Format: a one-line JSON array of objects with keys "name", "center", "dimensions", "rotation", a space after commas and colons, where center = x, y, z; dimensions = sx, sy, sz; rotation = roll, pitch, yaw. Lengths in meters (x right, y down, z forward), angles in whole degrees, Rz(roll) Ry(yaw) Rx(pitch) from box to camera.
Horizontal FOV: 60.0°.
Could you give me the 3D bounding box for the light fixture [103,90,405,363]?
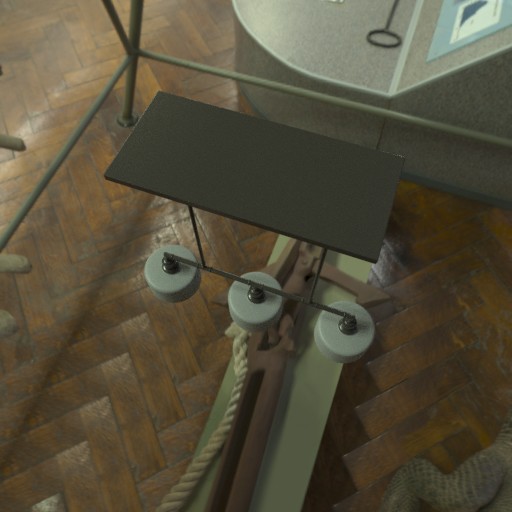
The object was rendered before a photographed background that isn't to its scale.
[{"name": "light fixture", "center": [0.000, 0.000, 0.876], "dimensions": [0.582, 0.557, 0.177], "rotation": [18, 64, 9]}]
